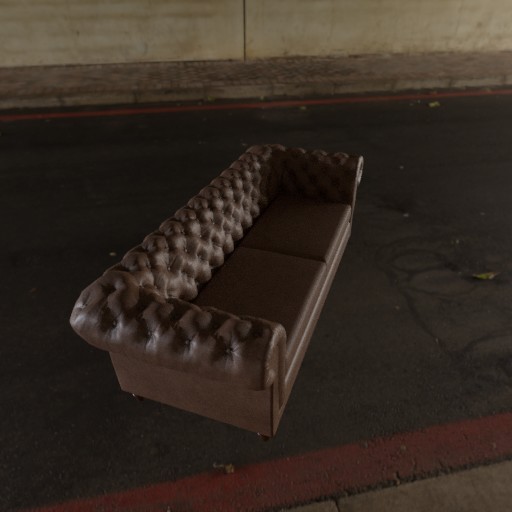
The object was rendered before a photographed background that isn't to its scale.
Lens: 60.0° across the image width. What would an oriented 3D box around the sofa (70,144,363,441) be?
[{"bbox_3d":[0.000,0.000,2.819,0.944,0.783,2.385,11,33,17],"label":"sofa"}]
